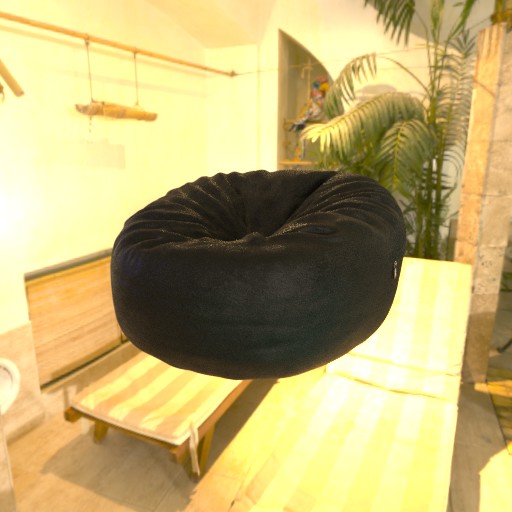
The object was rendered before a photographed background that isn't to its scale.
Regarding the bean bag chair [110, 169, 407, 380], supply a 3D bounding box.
[{"bbox_3d":[0.000,0.000,2.432,1.524,0.878,1.524,7,16,24],"label":"bean bag chair"}]
